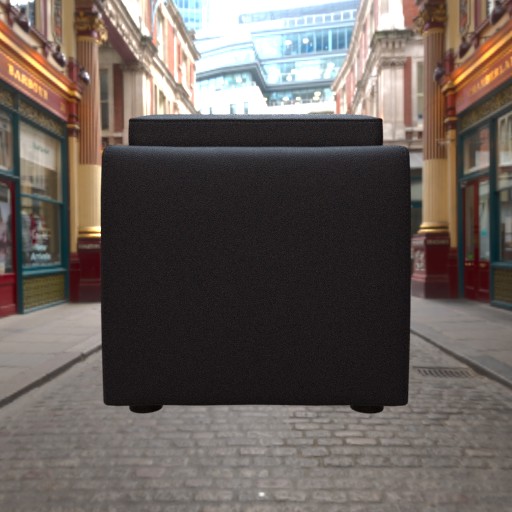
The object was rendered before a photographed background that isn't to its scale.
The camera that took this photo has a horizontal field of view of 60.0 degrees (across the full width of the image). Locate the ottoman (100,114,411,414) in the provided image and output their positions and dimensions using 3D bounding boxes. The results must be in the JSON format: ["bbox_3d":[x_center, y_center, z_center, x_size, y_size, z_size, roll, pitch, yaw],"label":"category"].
[{"bbox_3d":[0.000,0.000,0.841,0.450,0.460,0.451,0,0,0],"label":"ottoman"}]
